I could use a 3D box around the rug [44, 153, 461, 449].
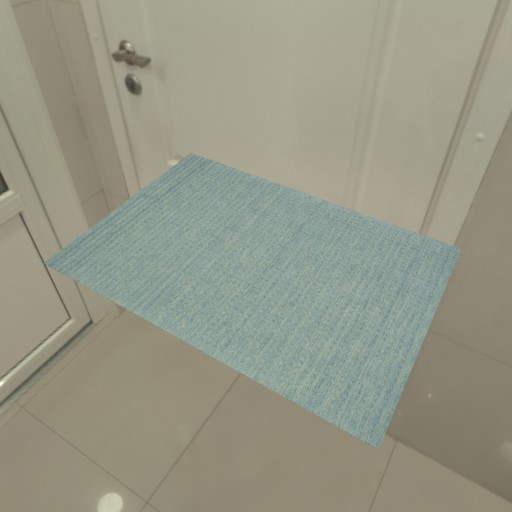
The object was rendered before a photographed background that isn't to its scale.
[{"bbox_3d":[0.000,0.000,3.720,2.895,0.006,1.982,23,49,22],"label":"rug"}]
